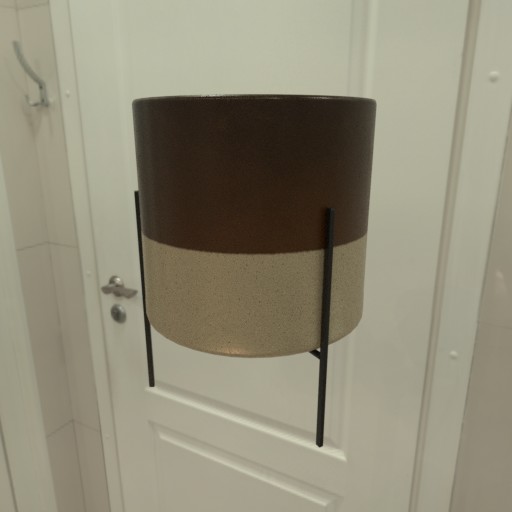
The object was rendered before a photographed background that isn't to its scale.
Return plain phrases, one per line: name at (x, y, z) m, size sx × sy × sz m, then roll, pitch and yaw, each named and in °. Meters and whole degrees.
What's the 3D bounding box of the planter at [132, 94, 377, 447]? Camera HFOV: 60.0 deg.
planter at (0.000, 0.000, 0.707) m, size 0.345 × 0.465 × 0.354 m, roll 9°, pitch 19°, yaw 27°
